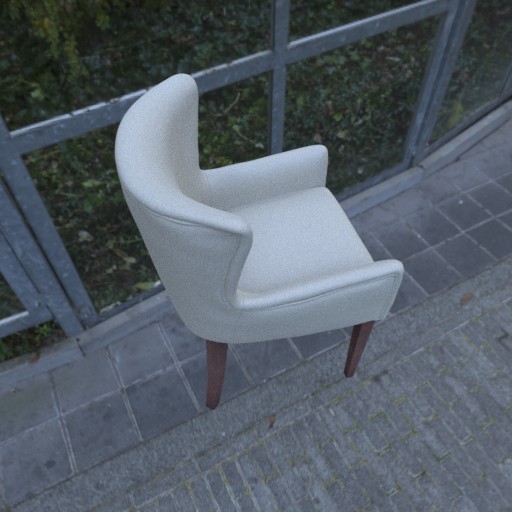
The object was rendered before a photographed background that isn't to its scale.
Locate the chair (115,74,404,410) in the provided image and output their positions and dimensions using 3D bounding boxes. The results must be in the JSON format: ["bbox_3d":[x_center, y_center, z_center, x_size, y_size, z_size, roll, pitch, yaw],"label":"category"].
[{"bbox_3d":[0.000,0.000,1.429,0.686,0.952,0.660,-11,49,-10],"label":"chair"}]
